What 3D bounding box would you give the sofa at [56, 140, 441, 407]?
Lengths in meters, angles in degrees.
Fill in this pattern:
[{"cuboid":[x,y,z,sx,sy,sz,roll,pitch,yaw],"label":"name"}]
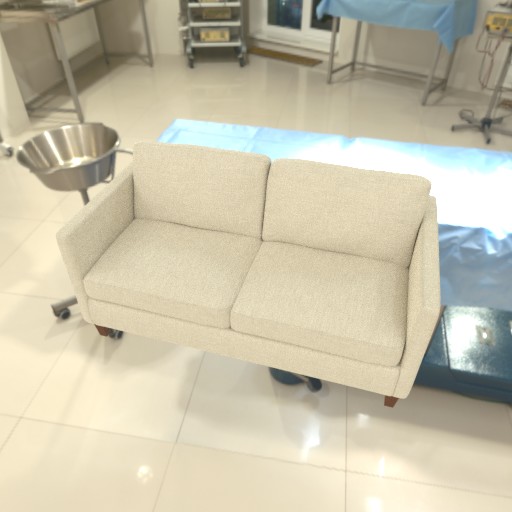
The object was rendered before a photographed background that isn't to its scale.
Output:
[{"cuboid":[0.000,0.000,2.494,1.838,0.963,0.950,11,41,13],"label":"sofa"}]
